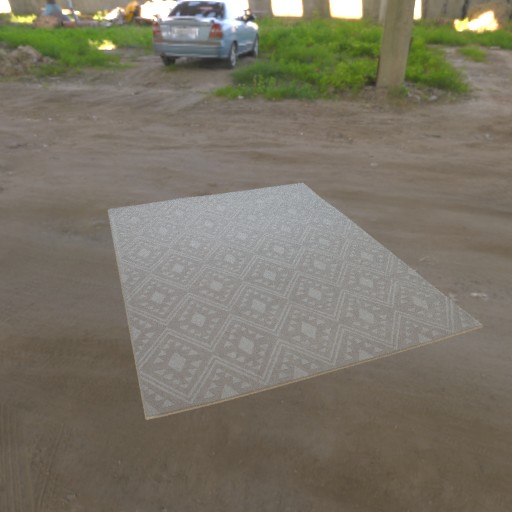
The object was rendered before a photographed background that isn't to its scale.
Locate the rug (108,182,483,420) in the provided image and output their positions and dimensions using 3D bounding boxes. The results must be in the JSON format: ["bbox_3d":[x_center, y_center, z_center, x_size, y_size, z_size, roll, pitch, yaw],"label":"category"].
[{"bbox_3d":[0.000,0.000,4.038,2.399,0.054,3.011,-10,32,-17],"label":"rug"}]
